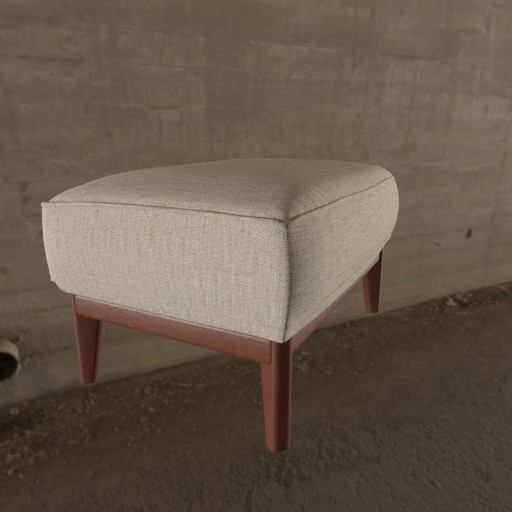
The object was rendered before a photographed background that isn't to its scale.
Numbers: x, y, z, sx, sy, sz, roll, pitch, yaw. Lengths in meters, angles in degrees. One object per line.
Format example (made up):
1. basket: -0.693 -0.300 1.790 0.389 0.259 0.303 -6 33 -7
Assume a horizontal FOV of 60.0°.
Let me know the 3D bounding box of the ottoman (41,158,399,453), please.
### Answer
1. ottoman: 0.000 0.000 1.122 0.594 0.465 0.794 8 18 27
